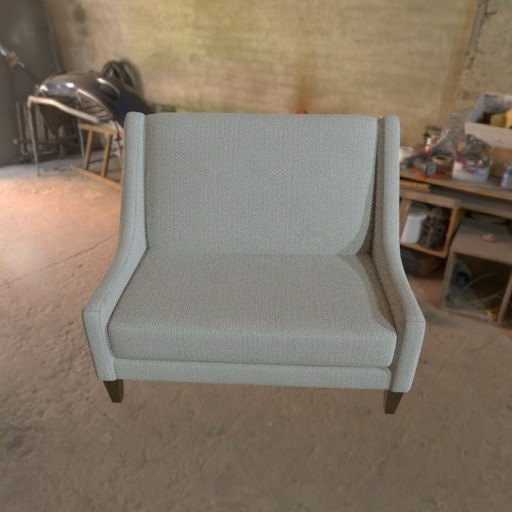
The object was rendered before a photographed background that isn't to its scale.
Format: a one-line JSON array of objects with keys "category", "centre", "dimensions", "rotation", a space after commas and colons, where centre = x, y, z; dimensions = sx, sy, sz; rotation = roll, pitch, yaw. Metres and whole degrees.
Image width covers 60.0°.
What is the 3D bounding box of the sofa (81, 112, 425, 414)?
[{"category": "sofa", "centre": [0.000, 0.000, 1.894], "dimensions": [1.242, 1.022, 0.870], "rotation": [2, 31, 3]}]
